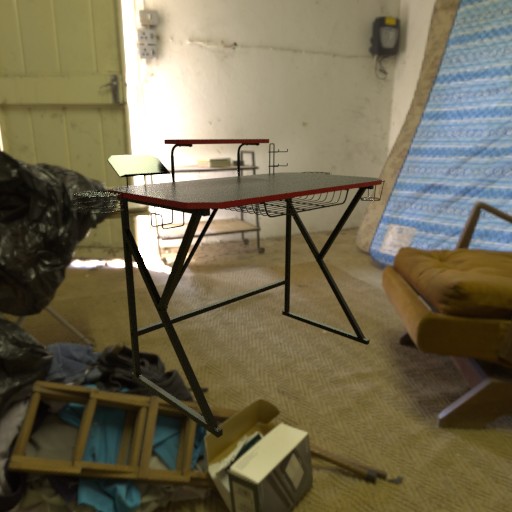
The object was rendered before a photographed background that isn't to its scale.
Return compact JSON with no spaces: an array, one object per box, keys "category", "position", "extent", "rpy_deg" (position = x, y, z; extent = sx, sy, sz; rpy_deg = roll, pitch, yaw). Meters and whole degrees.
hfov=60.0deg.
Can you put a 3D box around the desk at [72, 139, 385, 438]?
[{"category":"desk","position":[0.000,0.000,1.795],"extent":[0.588,0.913,1.280],"rpy_deg":[14,21,42]}]
